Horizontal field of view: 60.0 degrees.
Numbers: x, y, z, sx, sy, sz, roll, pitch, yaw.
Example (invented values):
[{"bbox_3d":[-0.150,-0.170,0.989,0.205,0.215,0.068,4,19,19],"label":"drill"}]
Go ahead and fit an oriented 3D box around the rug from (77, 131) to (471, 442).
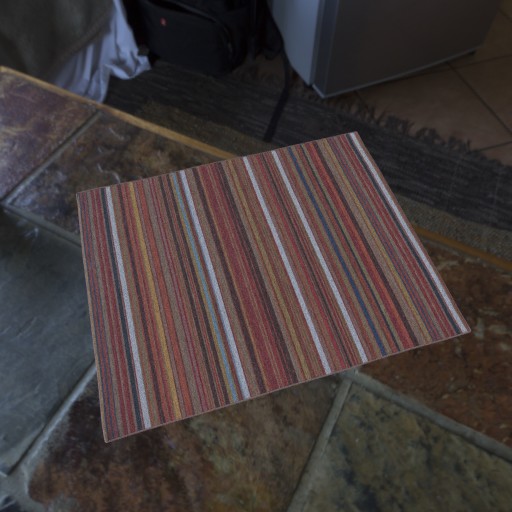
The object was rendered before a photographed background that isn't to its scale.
[{"bbox_3d":[0.000,0.000,4.127,3.092,0.023,2.479,-14,60,-8],"label":"rug"}]
